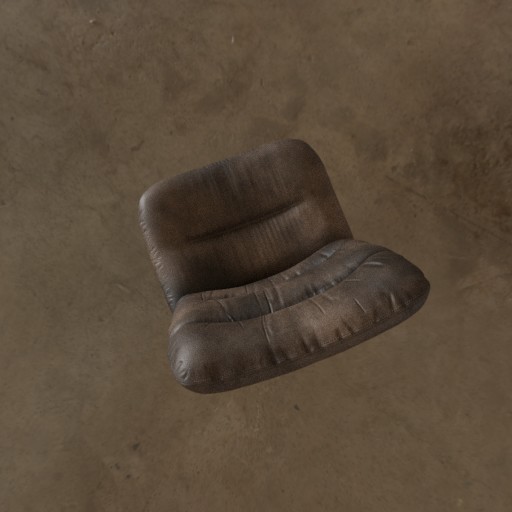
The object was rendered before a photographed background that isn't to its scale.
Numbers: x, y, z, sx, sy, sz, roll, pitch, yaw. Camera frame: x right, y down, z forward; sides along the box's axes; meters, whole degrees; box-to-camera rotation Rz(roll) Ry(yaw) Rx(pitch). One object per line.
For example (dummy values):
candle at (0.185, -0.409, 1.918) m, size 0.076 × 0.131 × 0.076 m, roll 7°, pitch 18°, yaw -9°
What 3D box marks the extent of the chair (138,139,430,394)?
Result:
chair at (0.000, 0.000, 1.241) m, size 0.549 × 0.870 × 0.622 m, roll -20°, pitch 77°, yaw -5°
